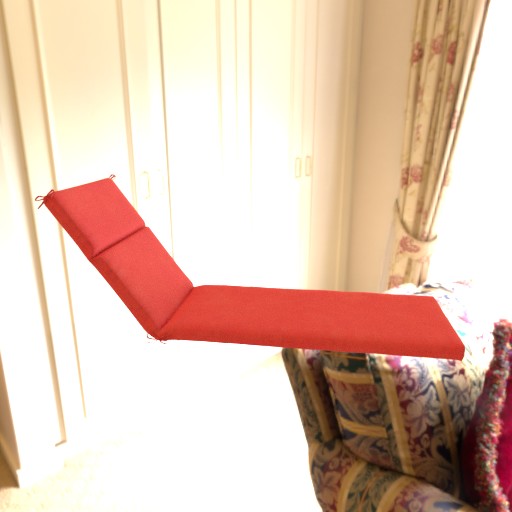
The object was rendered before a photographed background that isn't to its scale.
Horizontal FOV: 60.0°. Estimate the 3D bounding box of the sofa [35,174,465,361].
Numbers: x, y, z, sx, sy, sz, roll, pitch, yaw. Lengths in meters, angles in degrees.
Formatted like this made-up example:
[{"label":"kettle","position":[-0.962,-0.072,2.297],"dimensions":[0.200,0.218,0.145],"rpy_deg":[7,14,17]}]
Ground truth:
[{"label":"sofa","position":[0.000,0.000,1.930],"dimensions":[1.663,0.622,0.582],"rpy_deg":[2,17,8]}]
